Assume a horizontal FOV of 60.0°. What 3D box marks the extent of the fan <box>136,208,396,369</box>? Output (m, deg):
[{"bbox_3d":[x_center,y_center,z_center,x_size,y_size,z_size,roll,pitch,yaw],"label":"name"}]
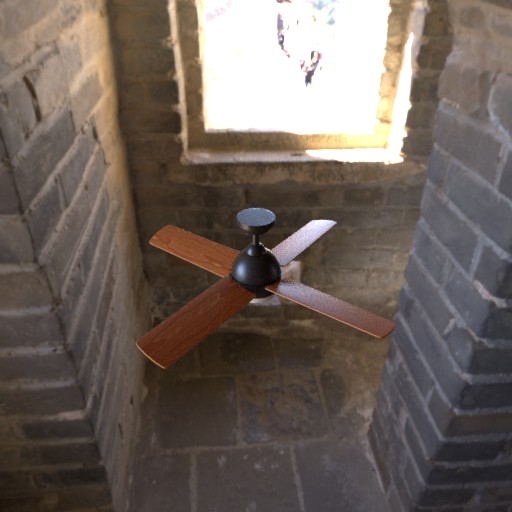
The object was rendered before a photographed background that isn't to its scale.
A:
[{"bbox_3d":[0.000,0.000,2.026,1.332,0.403,1.332,22,38,30],"label":"fan"}]
